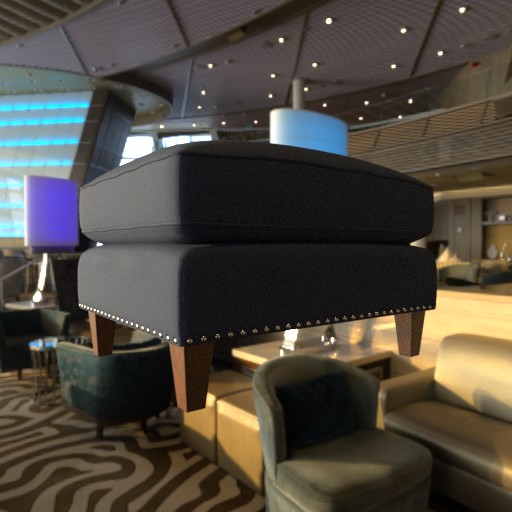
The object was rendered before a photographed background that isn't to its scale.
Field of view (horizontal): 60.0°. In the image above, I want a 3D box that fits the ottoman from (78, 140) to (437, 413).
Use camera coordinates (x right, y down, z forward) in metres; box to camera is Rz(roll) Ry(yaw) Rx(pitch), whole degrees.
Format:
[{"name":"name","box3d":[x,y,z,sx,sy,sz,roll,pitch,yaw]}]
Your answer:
[{"name":"ottoman","box3d":[0.000,0.000,1.145,0.741,0.513,0.584,-1,1,-37]}]
